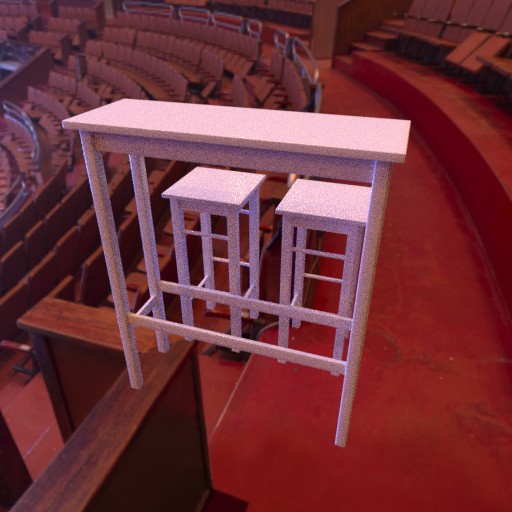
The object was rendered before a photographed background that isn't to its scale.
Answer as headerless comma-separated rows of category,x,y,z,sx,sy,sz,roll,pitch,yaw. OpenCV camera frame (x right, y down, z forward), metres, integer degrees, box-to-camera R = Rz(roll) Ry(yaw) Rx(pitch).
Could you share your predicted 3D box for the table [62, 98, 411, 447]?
table,0.000,0.000,1.637,0.915,1.065,0.650,10,32,16
